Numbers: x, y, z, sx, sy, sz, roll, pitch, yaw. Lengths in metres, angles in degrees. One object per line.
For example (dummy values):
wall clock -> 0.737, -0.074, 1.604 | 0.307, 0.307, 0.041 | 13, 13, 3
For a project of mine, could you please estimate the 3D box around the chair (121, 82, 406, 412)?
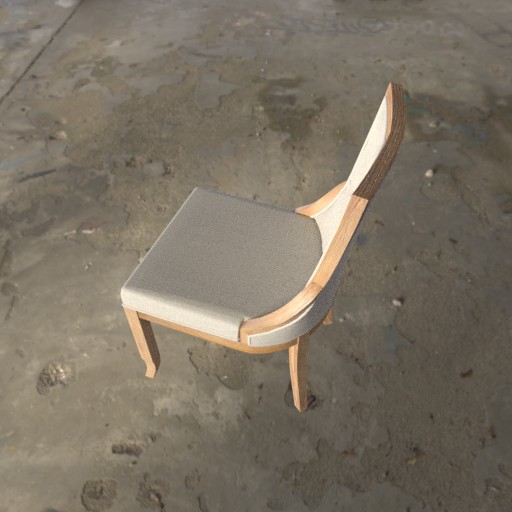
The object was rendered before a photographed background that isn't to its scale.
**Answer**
chair -> 0.000, 0.000, 1.316 | 0.641, 0.947, 0.524 | 15, 48, 14
